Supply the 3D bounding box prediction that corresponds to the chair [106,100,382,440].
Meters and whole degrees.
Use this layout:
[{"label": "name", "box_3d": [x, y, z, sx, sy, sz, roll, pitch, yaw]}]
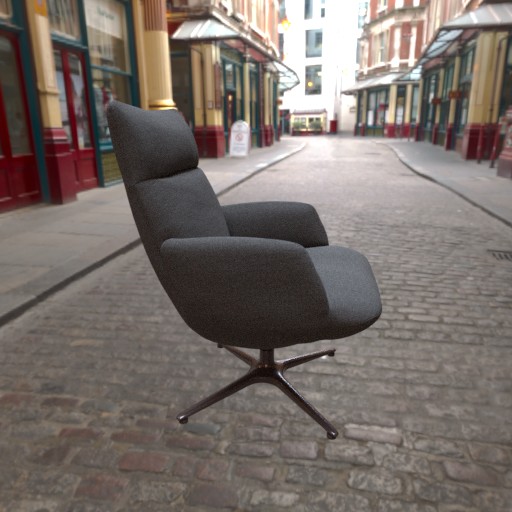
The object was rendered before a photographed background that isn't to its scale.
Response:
[{"label": "chair", "box_3d": [0.000, 0.000, 1.516, 0.831, 0.984, 0.702, 3, 16, 9]}]
